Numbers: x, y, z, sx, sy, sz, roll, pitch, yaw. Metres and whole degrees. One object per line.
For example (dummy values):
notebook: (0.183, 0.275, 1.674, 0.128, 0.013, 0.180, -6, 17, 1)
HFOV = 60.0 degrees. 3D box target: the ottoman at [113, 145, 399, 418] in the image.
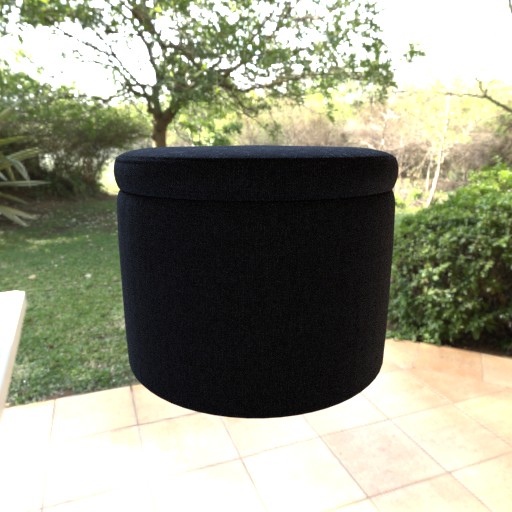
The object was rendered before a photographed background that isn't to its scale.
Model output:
ottoman: (0.000, 0.000, 0.885, 0.520, 0.430, 0.520, 0, 15, 0)
